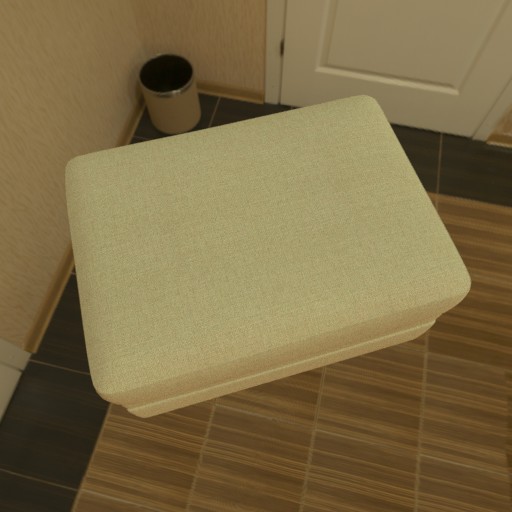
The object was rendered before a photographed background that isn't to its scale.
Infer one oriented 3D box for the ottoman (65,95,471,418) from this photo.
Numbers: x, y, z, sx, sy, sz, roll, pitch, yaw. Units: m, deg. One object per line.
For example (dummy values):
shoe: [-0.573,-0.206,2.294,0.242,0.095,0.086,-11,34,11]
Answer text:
ottoman: [0.000,0.000,1.235,0.885,0.478,0.637,-14,66,-7]
